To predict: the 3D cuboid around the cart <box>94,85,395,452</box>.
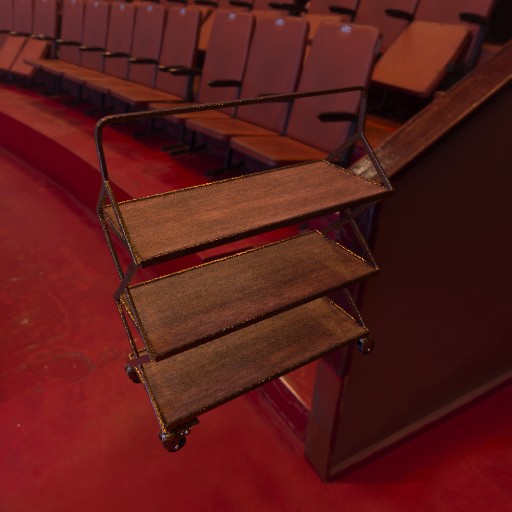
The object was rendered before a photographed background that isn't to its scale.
[{"bbox_3d":[0.000,0.000,1.179,0.723,0.805,0.313,-17,35,-27],"label":"cart"}]
